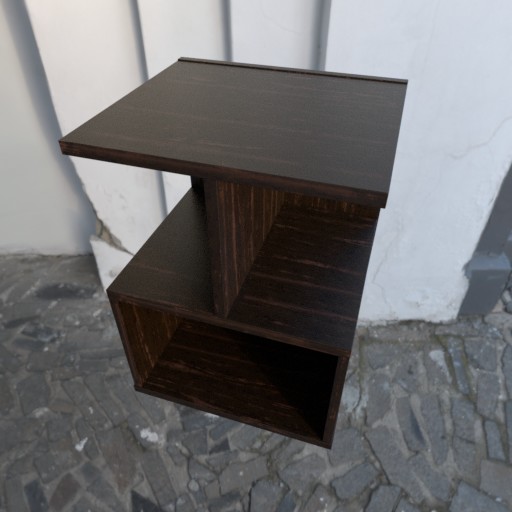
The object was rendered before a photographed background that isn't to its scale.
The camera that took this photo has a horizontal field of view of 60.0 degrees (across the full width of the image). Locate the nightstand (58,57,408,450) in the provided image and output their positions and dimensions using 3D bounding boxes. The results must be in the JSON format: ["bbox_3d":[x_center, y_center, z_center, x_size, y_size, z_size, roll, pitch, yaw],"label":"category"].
[{"bbox_3d":[0.000,0.000,0.808,0.400,0.559,0.356,12,41,14],"label":"nightstand"}]
